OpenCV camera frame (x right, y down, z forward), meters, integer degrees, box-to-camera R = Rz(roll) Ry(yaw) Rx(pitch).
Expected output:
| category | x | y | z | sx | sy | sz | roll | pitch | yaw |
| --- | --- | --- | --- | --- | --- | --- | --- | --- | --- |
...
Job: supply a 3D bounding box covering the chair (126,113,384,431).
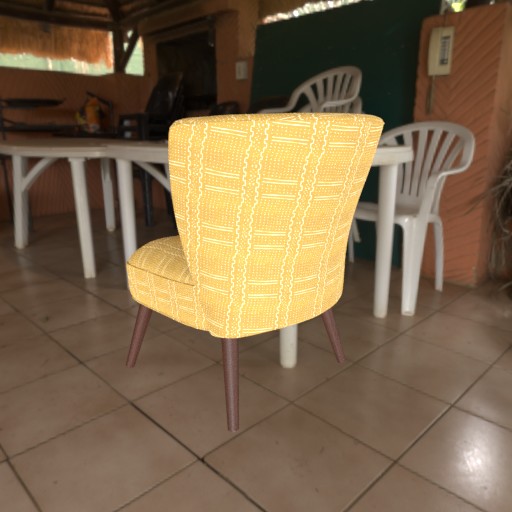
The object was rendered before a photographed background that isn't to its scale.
| category | x | y | z | sx | sy | sz | roll | pitch | yaw |
| --- | --- | --- | --- | --- | --- | --- | --- | --- | --- |
| chair | 0.000 | 0.000 | 1.447 | 0.758 | 0.866 | 0.706 | 15 | 21 | 42 |
